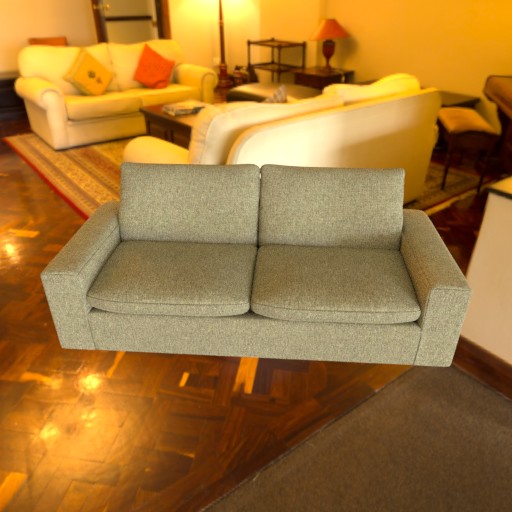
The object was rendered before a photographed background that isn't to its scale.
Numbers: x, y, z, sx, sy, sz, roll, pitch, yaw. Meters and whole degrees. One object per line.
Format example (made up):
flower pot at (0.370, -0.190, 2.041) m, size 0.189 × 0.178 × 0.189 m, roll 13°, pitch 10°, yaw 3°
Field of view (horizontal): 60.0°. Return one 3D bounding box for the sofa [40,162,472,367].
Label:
sofa at (0.000, 0.000, 2.775) m, size 2.299 × 0.922 × 1.040 m, roll 2°, pitch 31°, yaw 3°
